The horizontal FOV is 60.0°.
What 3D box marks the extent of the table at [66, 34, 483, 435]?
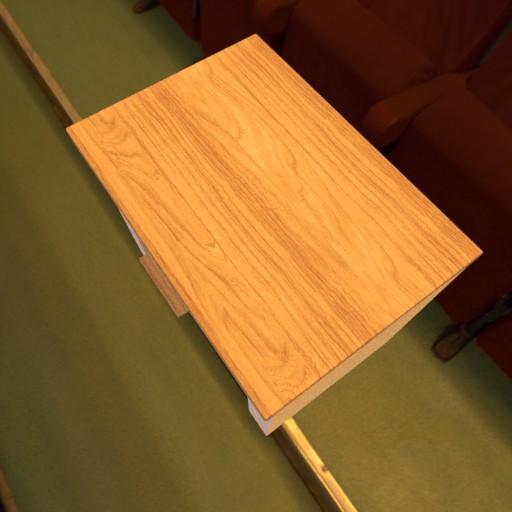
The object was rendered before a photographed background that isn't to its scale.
[{"bbox_3d":[0.000,0.000,0.808,0.360,0.440,0.500,-33,69,-14],"label":"table"}]
